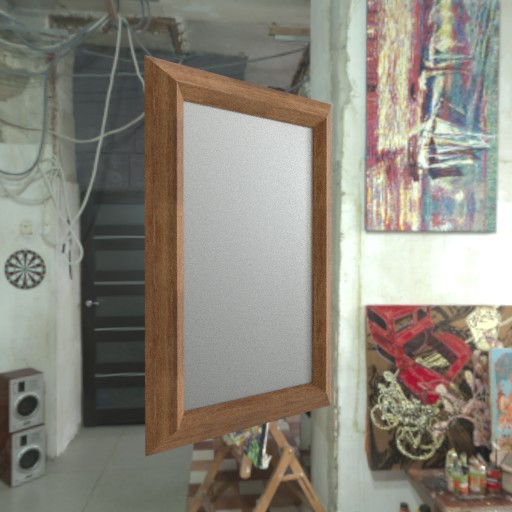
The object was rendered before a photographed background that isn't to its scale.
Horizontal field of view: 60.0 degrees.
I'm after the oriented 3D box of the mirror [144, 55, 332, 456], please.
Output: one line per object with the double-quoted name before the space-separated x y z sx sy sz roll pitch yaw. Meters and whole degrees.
"mirror" 0.000 0.000 1.283 0.651 1.010 0.047 0 1 -35
